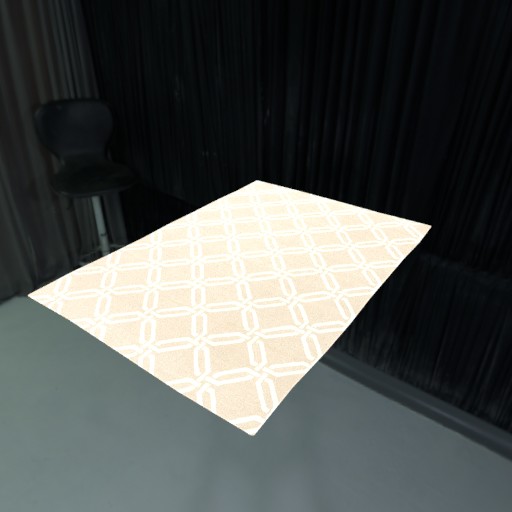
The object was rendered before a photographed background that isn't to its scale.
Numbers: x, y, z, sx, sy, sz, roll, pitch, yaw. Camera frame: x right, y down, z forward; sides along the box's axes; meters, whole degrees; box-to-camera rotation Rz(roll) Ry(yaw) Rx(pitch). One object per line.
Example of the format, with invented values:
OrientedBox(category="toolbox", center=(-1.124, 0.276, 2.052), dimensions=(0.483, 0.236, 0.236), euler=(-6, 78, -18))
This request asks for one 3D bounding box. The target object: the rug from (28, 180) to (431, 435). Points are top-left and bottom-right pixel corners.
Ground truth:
OrientedBox(category="rug", center=(0.000, 0.000, 2.747), dimensions=(1.524, 0.013, 2.135), euler=(20, 36, 30))
